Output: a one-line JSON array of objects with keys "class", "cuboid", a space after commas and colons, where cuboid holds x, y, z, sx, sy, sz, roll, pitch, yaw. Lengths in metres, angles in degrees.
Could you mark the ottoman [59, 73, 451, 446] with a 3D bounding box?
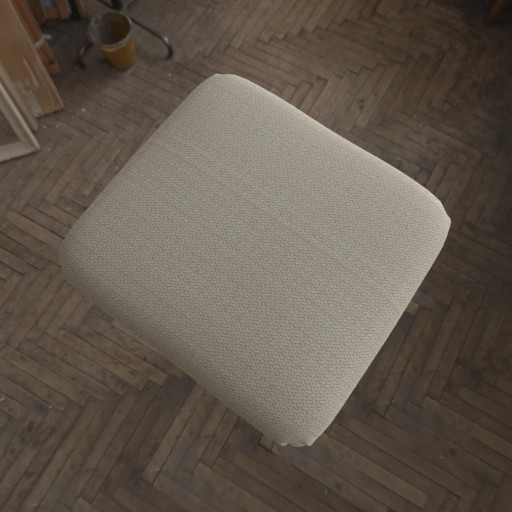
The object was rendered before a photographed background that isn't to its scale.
[{"class": "ottoman", "cuboid": [0.000, 0.000, 1.085, 0.684, 0.447, 0.622, 35, 77, 9]}]
